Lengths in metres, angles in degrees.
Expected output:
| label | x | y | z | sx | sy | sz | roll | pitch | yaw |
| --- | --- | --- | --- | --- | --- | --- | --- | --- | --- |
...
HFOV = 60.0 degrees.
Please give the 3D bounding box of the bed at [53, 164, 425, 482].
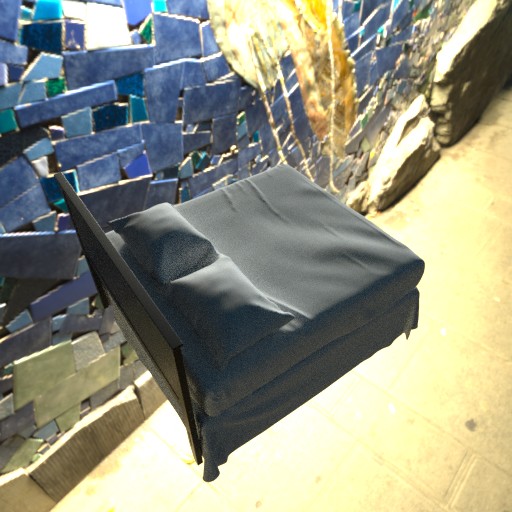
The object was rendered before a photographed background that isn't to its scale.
| label | x | y | z | sx | sy | sz | roll | pitch | yaw |
| --- | --- | --- | --- | --- | --- | --- | --- | --- | --- |
| bed | 0.000 | 0.000 | 3.221 | 2.050 | 1.270 | 1.870 | -26 | 49 | -25 |
